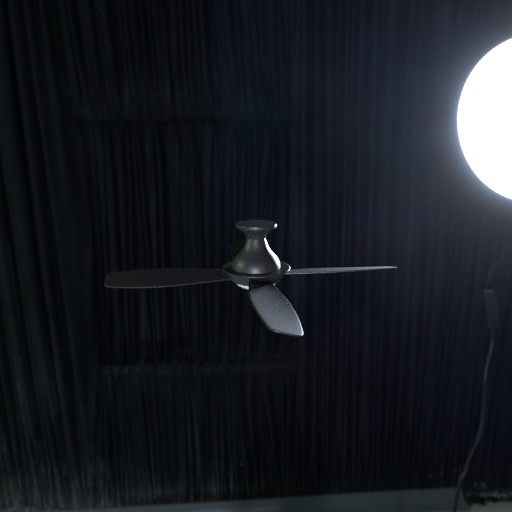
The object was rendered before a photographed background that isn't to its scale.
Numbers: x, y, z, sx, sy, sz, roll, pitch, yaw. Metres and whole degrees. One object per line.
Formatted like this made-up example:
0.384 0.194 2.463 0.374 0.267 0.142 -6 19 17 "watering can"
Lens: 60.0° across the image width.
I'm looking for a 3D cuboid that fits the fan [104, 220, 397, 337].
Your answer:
0.000 0.000 2.557 1.694 0.382 1.694 -2 15 -8 "fan"
